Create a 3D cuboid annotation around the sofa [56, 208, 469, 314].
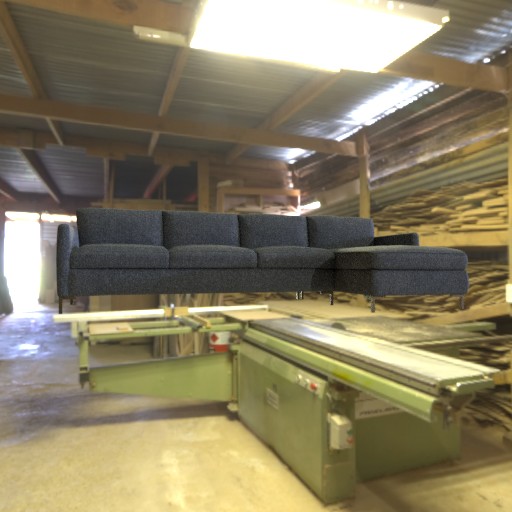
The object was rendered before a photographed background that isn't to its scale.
[{"bbox_3d":[0.000,0.000,3.512,2.932,0.810,1.350,0,-1,-16],"label":"sofa"}]
